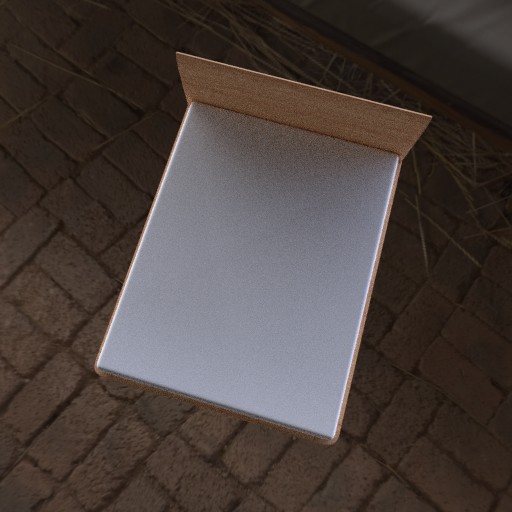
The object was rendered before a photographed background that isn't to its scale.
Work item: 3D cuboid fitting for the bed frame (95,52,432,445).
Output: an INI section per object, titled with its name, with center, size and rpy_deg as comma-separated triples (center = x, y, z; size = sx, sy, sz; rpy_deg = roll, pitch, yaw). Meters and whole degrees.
[bed frame]
center = 0.000, 0.000, 3.010
size = 1.660, 0.940, 2.092
rpy_deg = 16, 77, 4
